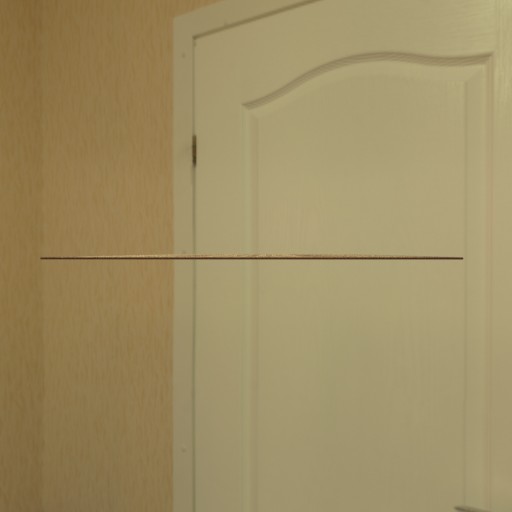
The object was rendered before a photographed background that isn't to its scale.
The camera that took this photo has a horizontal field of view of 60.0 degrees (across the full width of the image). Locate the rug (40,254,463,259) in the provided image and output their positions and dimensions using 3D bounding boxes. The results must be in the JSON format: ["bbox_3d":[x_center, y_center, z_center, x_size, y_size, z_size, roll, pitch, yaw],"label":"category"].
[{"bbox_3d":[0.000,0.000,4.089,2.381,0.013,3.197,0,0,1],"label":"rug"}]
